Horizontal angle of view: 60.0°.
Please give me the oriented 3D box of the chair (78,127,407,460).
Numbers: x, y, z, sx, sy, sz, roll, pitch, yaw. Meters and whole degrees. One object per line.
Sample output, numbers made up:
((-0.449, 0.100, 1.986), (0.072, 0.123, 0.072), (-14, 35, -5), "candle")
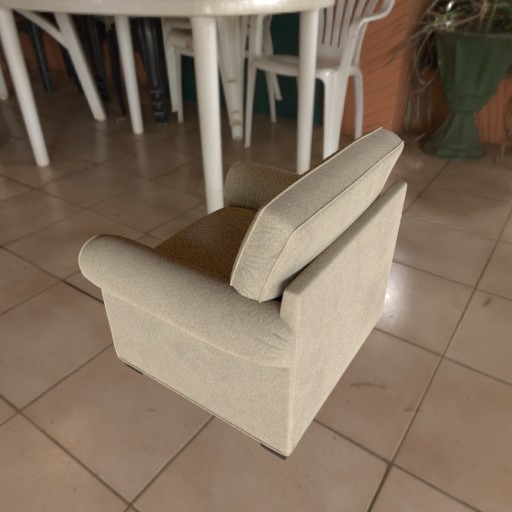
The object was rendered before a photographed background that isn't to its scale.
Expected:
((0.000, 0.000, 1.941), (0.939, 1.044, 1.147), (20, 38, 28), "chair")
